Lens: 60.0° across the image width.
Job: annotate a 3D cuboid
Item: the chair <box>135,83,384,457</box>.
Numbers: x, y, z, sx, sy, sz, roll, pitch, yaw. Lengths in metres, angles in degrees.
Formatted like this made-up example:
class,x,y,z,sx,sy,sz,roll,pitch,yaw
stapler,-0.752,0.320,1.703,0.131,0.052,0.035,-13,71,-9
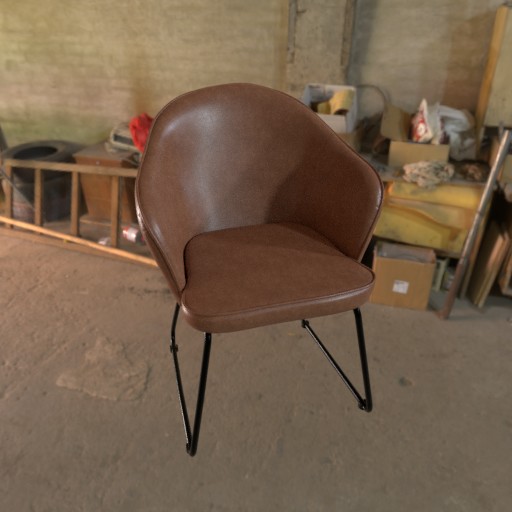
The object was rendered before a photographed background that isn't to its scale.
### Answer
class,x,y,z,sx,sy,sz,roll,pitch,yaw
chair,0.000,0.000,1.190,0.582,0.785,0.580,-9,32,-14
